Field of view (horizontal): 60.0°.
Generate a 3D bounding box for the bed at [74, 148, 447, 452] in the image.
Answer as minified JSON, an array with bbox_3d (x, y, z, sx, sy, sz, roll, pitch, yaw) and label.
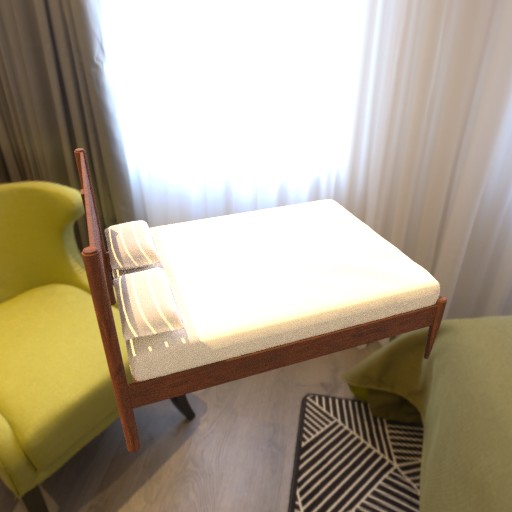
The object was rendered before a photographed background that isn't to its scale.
[{"bbox_3d":[0.000,0.000,3.071,2.093,1.304,1.509,-11,33,-17],"label":"bed"}]
